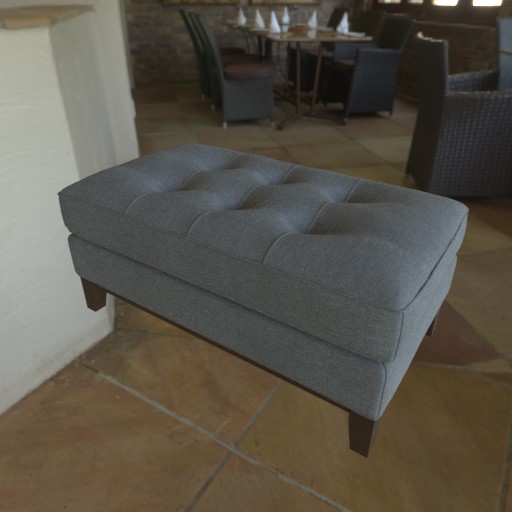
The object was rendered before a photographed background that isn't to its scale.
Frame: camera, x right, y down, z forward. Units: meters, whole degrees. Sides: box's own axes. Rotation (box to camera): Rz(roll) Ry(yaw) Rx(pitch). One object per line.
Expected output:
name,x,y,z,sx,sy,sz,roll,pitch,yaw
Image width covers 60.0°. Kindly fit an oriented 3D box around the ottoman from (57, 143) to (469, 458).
ottoman,0.000,0.000,1.446,1.143,0.514,0.648,19,35,29
